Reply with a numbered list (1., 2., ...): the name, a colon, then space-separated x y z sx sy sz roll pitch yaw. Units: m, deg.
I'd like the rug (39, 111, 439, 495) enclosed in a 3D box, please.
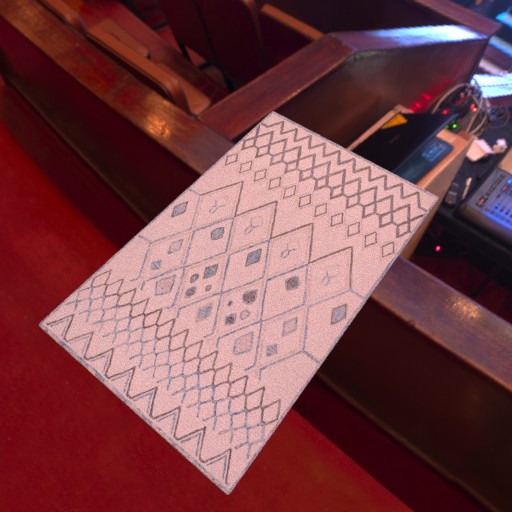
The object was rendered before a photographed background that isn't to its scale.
1. rug: 0.000 0.000 3.001 1.524 0.015 2.439 33 64 19
